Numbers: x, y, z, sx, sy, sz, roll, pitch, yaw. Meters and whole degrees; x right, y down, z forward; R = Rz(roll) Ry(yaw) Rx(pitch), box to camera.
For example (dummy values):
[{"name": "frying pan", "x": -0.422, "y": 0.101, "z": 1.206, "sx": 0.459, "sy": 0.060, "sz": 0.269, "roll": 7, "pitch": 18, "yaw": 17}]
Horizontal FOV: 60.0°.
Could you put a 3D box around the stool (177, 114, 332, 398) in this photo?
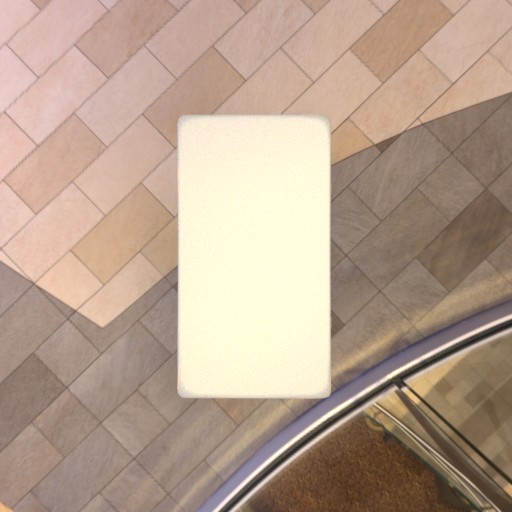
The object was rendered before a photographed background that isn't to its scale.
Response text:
[{"name": "stool", "x": 0.000, "y": 0.000, "z": 1.057, "sx": 0.476, "sy": 0.737, "sz": 0.457, "roll": 0, "pitch": 90, "yaw": 1}]
